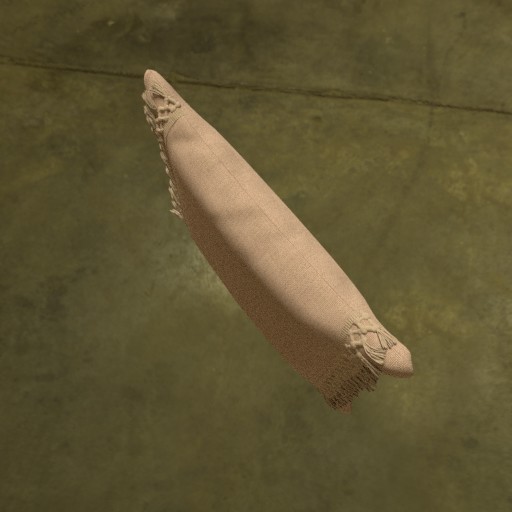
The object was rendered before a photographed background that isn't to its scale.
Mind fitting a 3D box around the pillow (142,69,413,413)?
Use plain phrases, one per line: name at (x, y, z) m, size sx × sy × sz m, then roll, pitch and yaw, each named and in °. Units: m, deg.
pillow at (0.000, 0.000, 0.601) m, size 0.084 × 0.305 × 0.466 m, roll -33°, pitch 68°, yaw -15°
